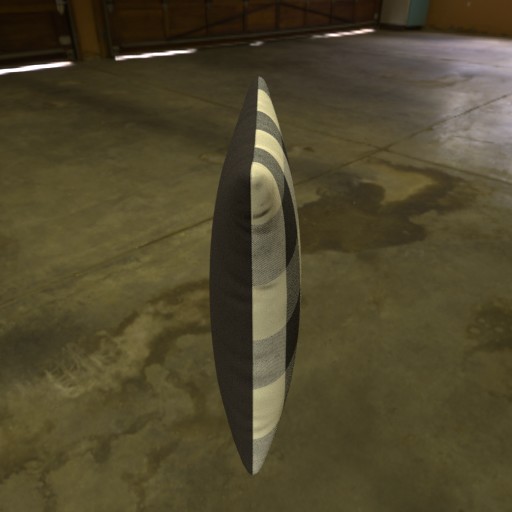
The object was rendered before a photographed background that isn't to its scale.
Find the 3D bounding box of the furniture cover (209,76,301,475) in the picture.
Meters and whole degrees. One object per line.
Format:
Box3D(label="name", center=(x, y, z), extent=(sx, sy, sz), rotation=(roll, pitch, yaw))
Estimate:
Box3D(label="furniture cover", center=(0.000, 0.000, 0.783), extent=(0.161, 0.509, 0.511), rotation=(1, 32, 1))
